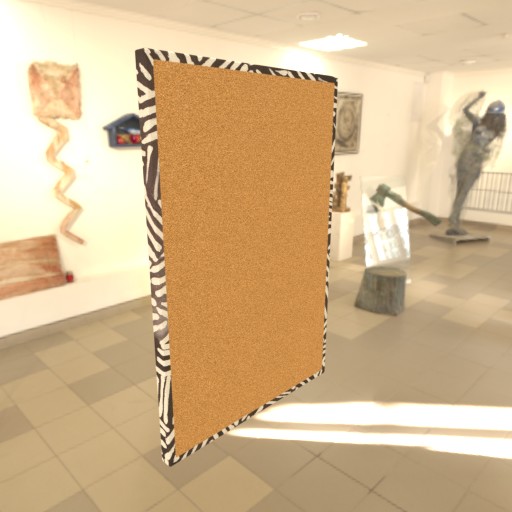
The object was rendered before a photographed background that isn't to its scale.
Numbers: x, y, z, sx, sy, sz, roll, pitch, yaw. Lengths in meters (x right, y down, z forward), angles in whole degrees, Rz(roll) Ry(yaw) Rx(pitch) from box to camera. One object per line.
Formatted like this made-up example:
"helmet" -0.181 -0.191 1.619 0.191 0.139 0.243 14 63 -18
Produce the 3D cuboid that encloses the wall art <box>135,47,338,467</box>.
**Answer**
"wall art" 0.000 0.000 1.153 0.035 0.918 0.615 15 21 43
